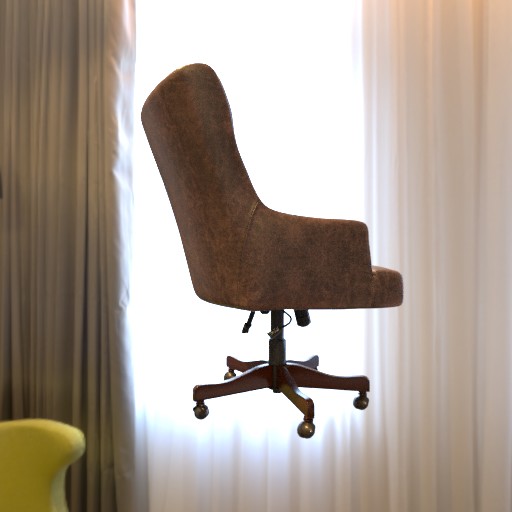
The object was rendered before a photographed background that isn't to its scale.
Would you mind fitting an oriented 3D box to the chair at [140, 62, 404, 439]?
[{"bbox_3d":[0.000,0.000,1.519,0.762,1.035,0.641,0,1,-19],"label":"chair"}]
